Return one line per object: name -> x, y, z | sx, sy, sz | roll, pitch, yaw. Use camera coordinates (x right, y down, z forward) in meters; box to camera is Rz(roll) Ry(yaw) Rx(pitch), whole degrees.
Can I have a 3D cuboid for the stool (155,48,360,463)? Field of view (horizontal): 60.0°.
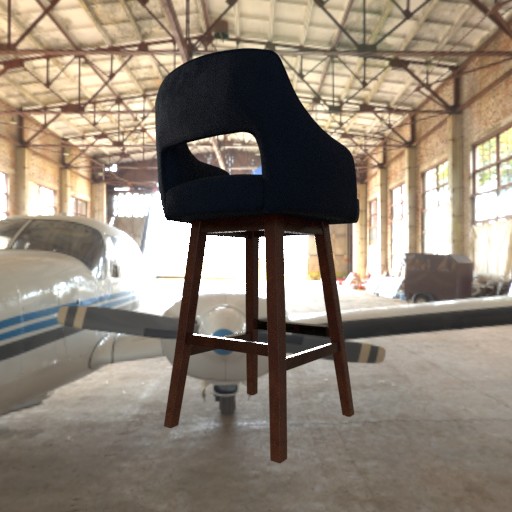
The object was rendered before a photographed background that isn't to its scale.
stool -> 0.000, 0.000, 1.378 | 0.550, 1.041, 0.560 | -1, -1, 36
